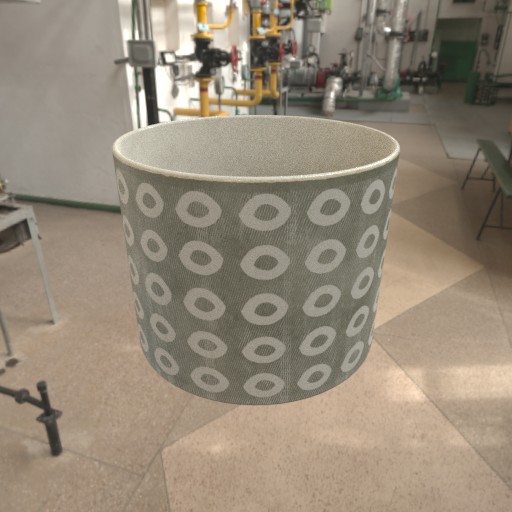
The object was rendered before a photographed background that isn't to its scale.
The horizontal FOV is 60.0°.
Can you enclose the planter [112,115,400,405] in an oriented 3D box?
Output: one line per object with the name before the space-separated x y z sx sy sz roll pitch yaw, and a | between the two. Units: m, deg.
planter | 0.000 0.000 0.344 0.190 0.181 0.190 0 27 0
